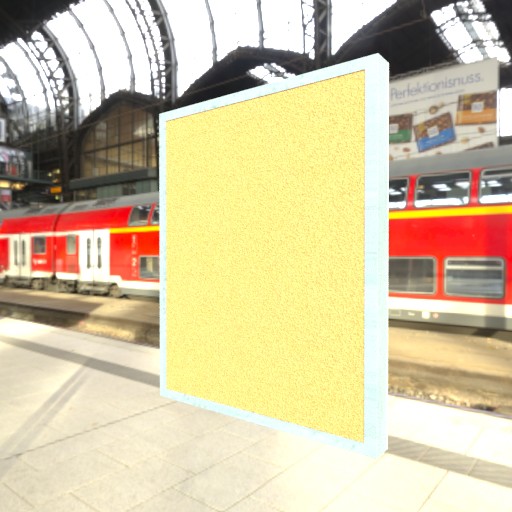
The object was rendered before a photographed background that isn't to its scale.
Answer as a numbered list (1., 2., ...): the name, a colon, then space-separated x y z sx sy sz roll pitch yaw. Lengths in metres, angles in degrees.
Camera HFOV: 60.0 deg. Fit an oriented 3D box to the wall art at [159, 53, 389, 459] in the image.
1. wall art: 0.000 0.000 0.692 0.409 0.509 0.037 0 1 37
